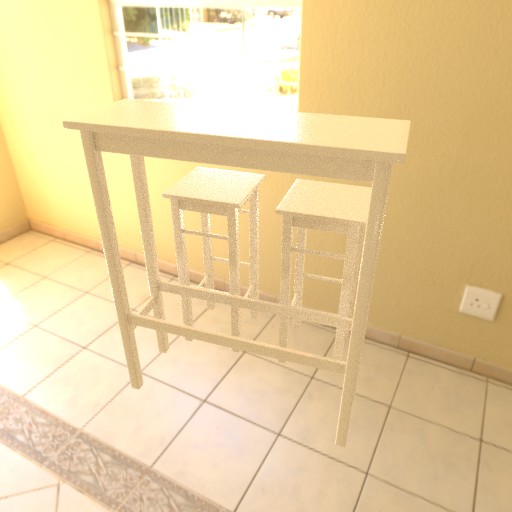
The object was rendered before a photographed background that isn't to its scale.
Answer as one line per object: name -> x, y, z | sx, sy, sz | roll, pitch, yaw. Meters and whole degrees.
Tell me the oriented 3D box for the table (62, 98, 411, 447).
table -> 0.000, 0.000, 1.637 | 0.915, 1.065, 0.650 | 10, 32, 16
